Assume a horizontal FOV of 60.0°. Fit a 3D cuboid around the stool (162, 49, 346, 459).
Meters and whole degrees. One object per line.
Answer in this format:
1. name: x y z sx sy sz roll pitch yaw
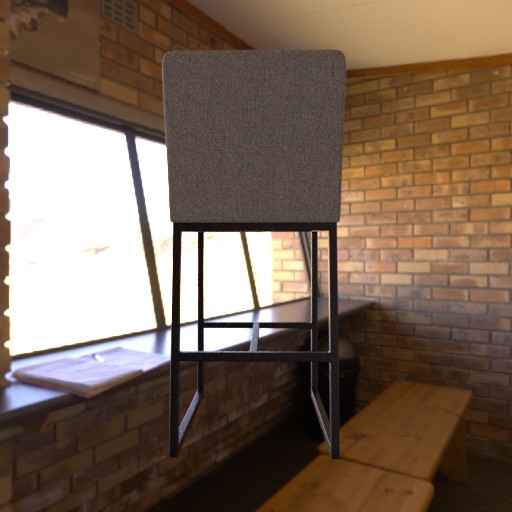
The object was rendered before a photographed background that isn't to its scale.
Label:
1. stool: 0.000 0.000 1.366 0.459 1.034 0.571 0 1 1
